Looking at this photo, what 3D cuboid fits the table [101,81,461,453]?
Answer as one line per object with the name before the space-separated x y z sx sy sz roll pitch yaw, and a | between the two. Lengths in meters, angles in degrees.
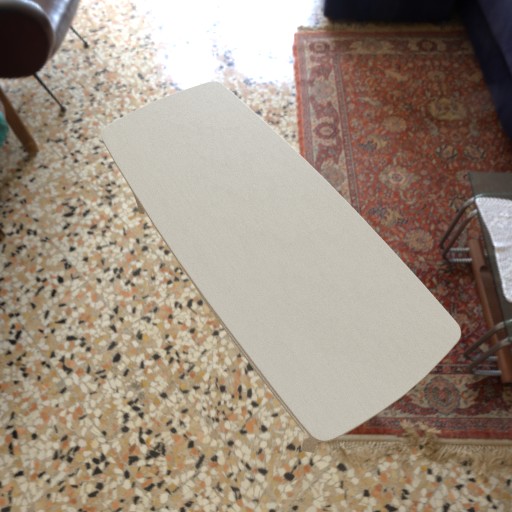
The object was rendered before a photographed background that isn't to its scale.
table | 0.000 0.000 1.607 0.561 0.474 1.334 -30 64 -17
